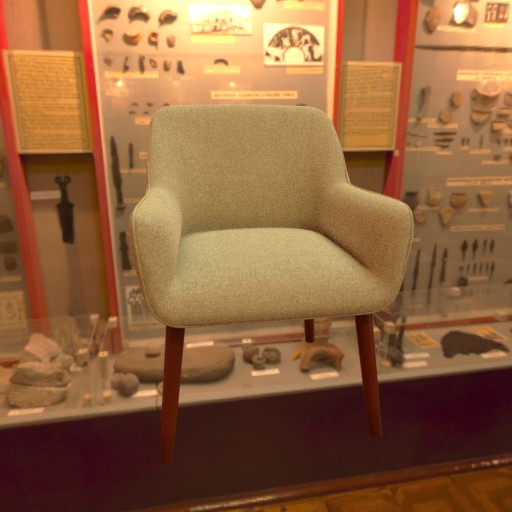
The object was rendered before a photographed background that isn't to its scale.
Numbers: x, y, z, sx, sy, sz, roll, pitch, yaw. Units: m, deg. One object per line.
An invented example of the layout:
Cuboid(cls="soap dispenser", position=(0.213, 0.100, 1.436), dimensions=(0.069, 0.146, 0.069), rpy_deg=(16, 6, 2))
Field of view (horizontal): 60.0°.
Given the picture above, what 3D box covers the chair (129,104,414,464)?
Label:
Cuboid(cls="chair", position=(0.000, 0.000, 1.228), dimensions=(0.610, 0.813, 0.610), rpy_deg=(-3, 17, -9))
